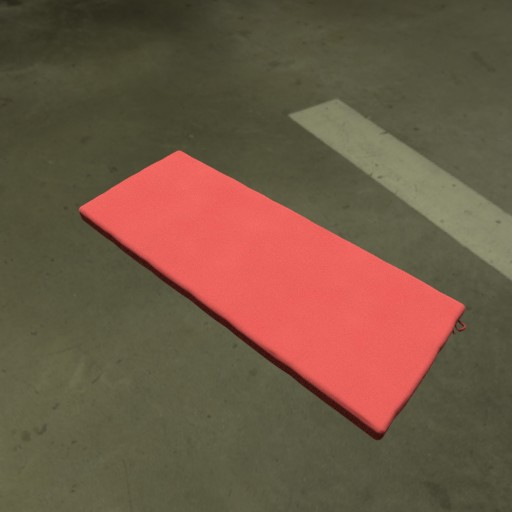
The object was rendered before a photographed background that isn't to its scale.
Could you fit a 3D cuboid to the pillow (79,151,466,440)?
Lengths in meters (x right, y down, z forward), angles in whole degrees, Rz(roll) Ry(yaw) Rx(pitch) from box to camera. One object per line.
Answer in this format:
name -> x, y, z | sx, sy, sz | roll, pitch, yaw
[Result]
pillow -> 0.000, 0.000, 1.356 | 1.187, 0.081, 0.492 | 32, 55, 26
